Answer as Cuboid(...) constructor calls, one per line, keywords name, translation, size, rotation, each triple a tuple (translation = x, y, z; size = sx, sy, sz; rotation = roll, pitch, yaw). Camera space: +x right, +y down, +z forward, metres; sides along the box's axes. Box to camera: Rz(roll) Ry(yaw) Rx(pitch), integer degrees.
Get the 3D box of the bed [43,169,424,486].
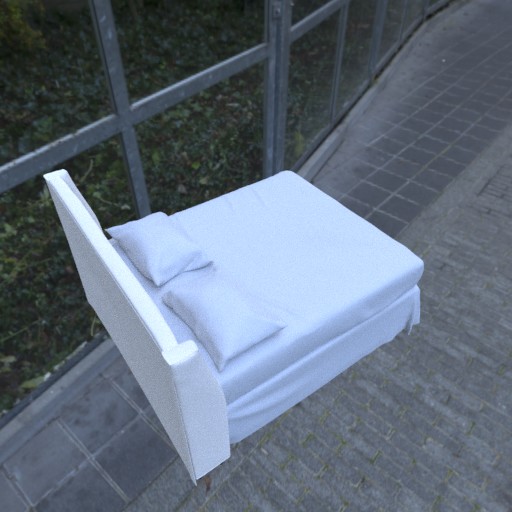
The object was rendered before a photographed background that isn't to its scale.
Cuboid(name="bed", translation=(0.000, 0.000, 3.382), size=(2.276, 1.332, 1.925), rotation=(-25, 48, -26))
